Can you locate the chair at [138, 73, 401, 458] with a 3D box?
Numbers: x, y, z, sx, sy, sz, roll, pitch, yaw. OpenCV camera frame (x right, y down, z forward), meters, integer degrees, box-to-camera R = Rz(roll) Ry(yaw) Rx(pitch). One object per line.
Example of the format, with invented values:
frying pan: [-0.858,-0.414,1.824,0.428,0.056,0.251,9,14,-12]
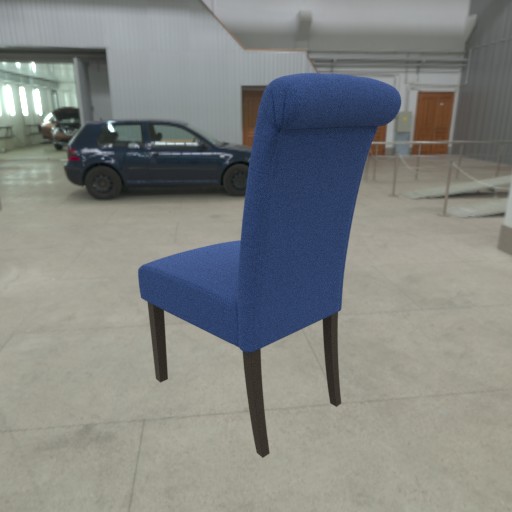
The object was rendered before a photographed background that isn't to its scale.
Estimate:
chair: [0.000,0.000,1.361,0.456,1.006,0.671,-16,24,-40]
